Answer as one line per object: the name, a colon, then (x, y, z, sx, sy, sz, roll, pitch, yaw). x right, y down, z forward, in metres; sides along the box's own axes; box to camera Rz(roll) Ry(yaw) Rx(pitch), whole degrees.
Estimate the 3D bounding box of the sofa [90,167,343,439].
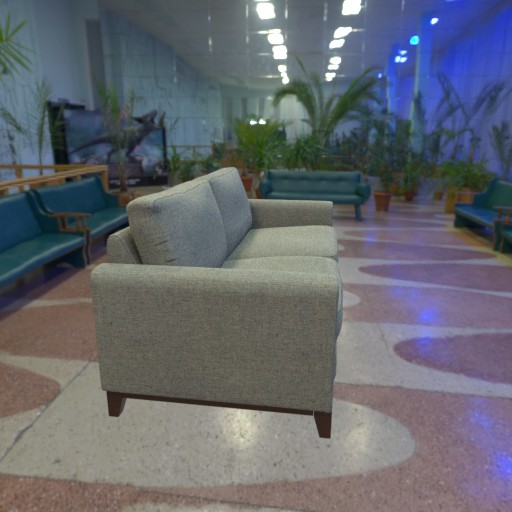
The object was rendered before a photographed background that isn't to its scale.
sofa: (0.000, 0.000, 2.565, 0.969, 0.892, 1.978, 2, 16, 9)
